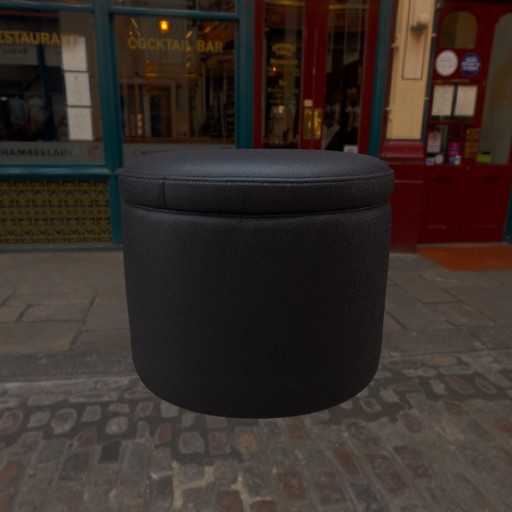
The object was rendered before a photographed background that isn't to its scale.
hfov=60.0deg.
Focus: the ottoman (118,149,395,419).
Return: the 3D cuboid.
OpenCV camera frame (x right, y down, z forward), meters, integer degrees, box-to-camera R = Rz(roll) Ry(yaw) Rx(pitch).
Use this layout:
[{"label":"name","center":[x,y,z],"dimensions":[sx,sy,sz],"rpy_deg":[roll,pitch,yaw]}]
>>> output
[{"label":"ottoman","center":[0.000,0.000,0.875],"dimensions":[0.501,0.409,0.501],"rpy_deg":[0,14,0]}]
